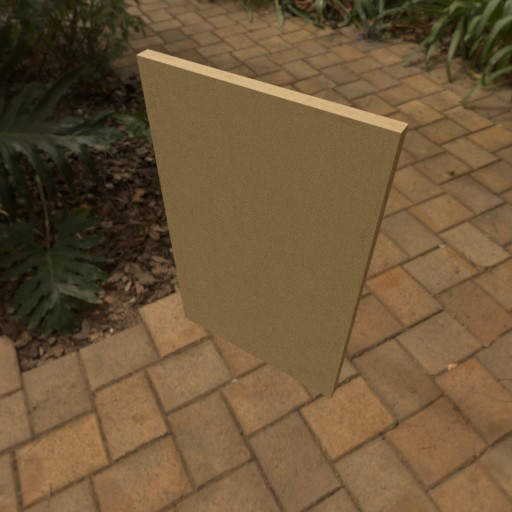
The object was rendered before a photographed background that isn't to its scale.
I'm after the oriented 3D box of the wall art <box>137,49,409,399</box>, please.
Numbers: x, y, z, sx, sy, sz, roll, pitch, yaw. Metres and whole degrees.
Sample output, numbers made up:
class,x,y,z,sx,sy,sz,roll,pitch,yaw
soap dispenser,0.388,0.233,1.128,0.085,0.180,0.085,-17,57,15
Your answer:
class,x,y,z,sx,sy,sz,roll,pitch,yaw
wall art,0.000,0.000,1.024,0.510,0.810,0.039,25,51,22
